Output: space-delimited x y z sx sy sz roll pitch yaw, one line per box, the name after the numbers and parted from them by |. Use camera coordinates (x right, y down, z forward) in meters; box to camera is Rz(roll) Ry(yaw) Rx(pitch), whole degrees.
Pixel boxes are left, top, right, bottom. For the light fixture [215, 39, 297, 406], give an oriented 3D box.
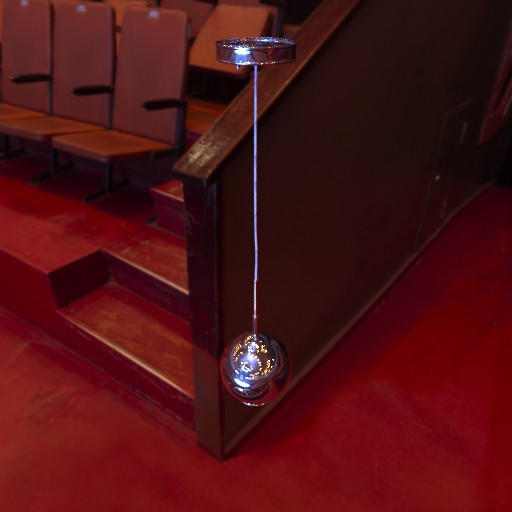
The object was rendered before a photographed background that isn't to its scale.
0.000 0.000 1.758 0.336 1.538 0.336 21 38 30 | light fixture
